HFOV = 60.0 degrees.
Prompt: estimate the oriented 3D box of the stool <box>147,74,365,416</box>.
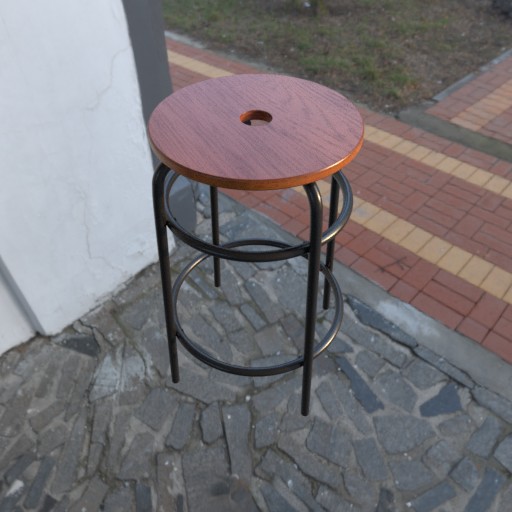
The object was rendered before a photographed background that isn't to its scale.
[{"bbox_3d":[0.000,0.000,0.907,0.455,0.610,0.455,-22,49,-21],"label":"stool"}]
